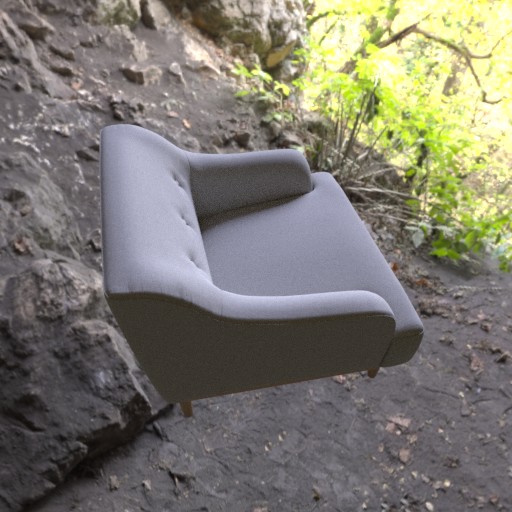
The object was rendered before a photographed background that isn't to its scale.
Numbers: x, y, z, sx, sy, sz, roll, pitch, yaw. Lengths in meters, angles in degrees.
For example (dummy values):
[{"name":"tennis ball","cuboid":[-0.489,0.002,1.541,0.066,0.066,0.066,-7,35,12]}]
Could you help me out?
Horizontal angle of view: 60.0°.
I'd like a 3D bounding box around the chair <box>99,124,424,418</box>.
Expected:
[{"name":"chair","cuboid":[0.000,0.000,1.668,0.951,0.818,0.946,-10,48,-10]}]
